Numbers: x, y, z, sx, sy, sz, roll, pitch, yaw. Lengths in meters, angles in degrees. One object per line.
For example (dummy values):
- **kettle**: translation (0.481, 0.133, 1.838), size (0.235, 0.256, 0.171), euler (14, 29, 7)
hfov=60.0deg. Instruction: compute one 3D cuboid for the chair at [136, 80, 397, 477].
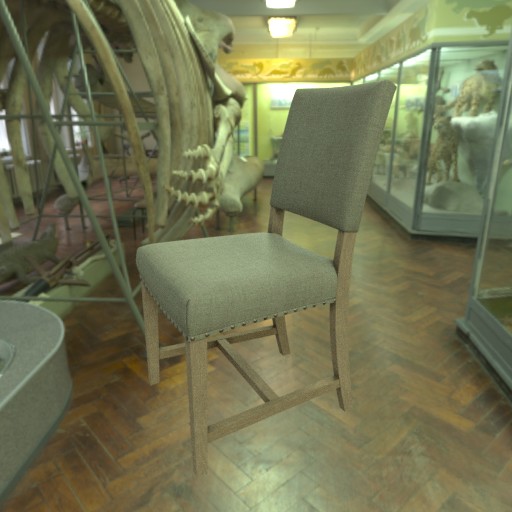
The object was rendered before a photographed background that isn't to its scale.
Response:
- **chair**: translation (0.000, 0.000, 1.345), size (0.622, 0.986, 0.508), euler (-9, 20, -26)
